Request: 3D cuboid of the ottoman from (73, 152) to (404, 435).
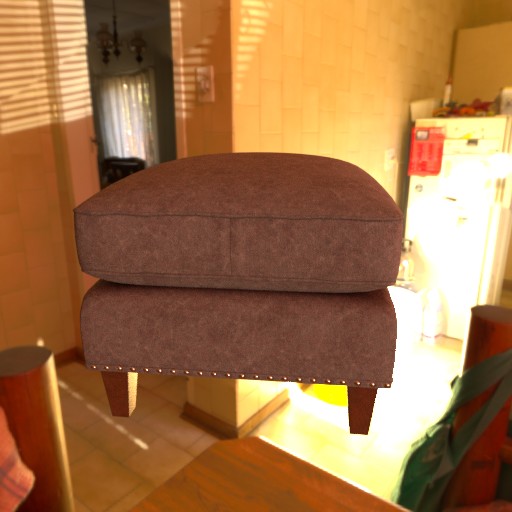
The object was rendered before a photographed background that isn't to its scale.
[{"bbox_3d":[0.000,0.000,1.130,0.584,0.513,0.741,2,16,6],"label":"ottoman"}]
